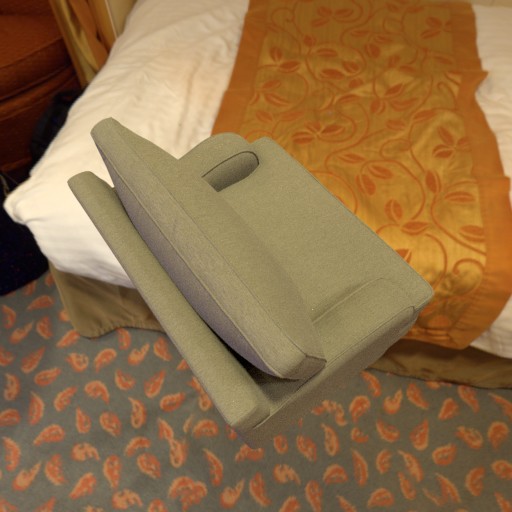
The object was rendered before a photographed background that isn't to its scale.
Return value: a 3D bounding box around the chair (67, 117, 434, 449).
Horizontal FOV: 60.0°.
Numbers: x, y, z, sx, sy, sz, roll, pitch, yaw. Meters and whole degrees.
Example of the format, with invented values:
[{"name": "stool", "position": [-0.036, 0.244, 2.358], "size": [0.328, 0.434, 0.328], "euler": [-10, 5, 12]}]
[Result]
[{"name": "chair", "position": [0.000, 0.000, 1.939], "size": [1.041, 1.016, 1.220], "euler": [-31, 62, -19]}]
